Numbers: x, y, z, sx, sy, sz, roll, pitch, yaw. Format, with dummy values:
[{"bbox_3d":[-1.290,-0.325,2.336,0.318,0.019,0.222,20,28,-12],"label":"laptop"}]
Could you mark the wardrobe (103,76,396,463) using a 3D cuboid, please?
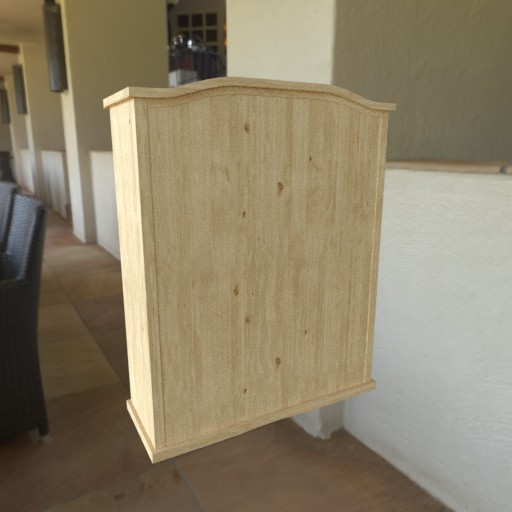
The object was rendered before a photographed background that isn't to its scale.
[{"bbox_3d":[0.000,0.000,2.610,1.500,1.870,0.570,-7,15,-28],"label":"wardrobe"}]
